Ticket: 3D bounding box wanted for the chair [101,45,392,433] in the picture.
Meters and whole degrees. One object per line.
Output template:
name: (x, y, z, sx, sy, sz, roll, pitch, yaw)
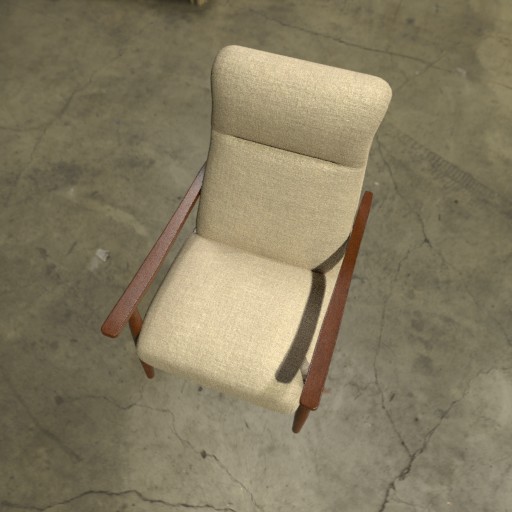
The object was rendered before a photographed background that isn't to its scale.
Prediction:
chair: (0.000, 0.000, 1.741, 0.762, 1.082, 1.014, 17, 61, 10)
